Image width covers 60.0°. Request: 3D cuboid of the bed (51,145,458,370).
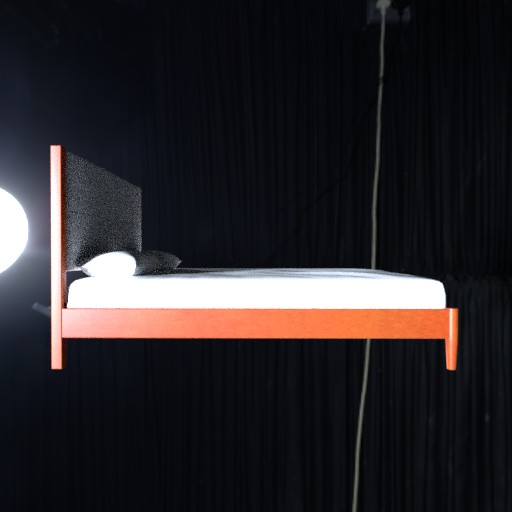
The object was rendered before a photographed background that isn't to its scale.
[{"bbox_3d":[0.000,0.000,3.068,2.117,1.165,1.566,0,1,1],"label":"bed"}]
